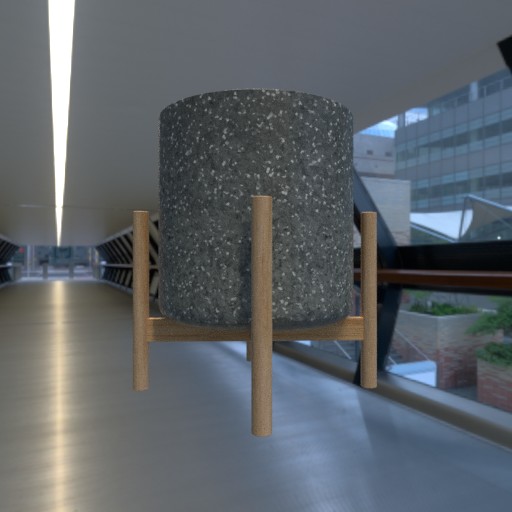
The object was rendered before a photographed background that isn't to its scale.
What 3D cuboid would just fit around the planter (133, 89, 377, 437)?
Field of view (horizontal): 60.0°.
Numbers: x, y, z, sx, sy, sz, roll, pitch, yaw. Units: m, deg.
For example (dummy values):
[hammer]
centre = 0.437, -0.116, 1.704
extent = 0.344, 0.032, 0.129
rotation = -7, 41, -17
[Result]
[planter]
centre = 0.000, 0.000, 0.706
extent = 0.360, 0.419, 0.360
rotation = 0, 0, 20
